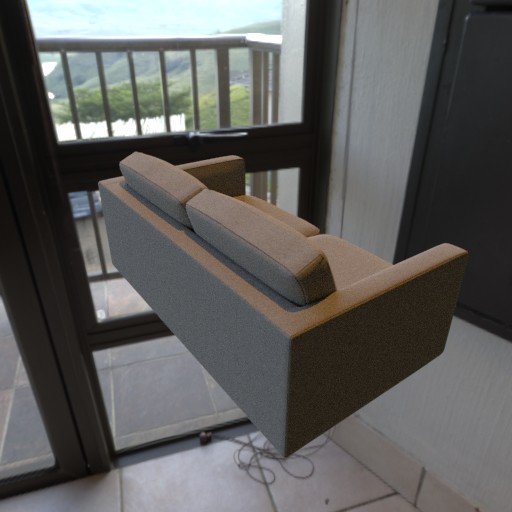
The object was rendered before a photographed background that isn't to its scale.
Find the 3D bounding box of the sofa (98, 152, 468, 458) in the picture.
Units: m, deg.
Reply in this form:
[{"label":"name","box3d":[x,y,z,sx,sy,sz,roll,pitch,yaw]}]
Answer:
[{"label":"sofa","box3d":[0.000,0.000,2.308,1.000,0.900,1.731,-19,34,-31]}]
